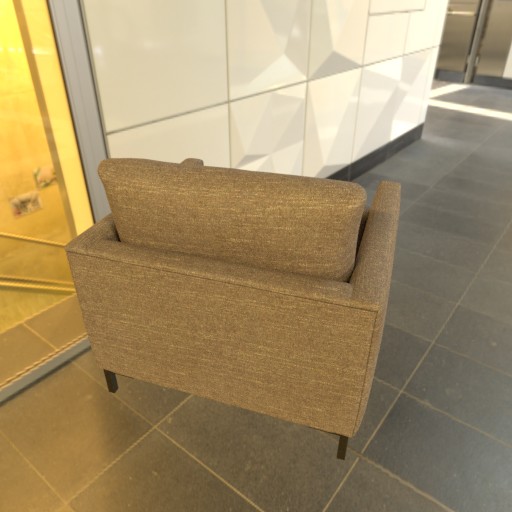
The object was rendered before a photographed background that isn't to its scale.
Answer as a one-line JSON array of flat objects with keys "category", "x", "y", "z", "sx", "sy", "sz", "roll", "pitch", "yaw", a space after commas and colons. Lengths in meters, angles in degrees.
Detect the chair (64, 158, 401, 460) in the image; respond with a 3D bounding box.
[{"category": "chair", "x": 0.000, "y": 0.000, "z": 1.599, "sx": 0.940, "sy": 0.841, "sz": 0.845, "roll": 10, "pitch": 33, "yaw": 16}]
